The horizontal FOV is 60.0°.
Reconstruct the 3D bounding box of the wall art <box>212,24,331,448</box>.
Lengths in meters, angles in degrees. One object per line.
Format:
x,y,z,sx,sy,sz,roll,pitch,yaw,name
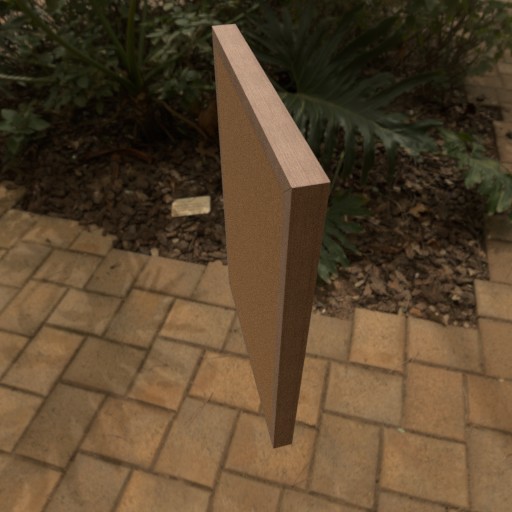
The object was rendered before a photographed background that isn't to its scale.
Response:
0.000,0.000,0.639,0.031,0.509,0.356,-10,47,-10,wall art
